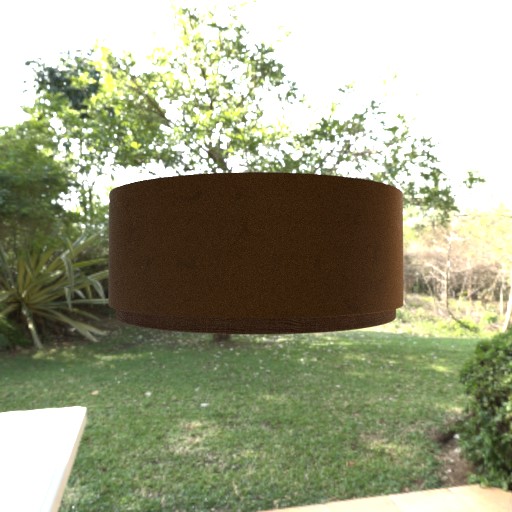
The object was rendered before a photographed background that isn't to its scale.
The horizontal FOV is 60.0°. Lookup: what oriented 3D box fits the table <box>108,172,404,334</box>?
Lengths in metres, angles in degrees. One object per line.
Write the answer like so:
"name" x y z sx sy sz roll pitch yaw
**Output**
"table" 0.000 0.000 1.587 1.001 0.409 1.001 0 -1 0
